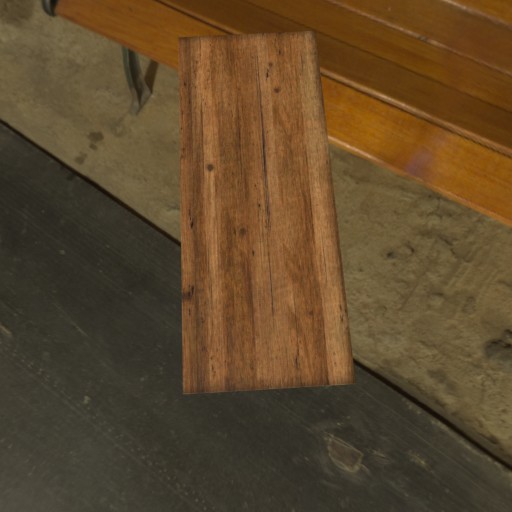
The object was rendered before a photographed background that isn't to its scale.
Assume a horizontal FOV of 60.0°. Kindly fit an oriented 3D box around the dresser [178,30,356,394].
[{"bbox_3d":[0.000,0.000,1.899,0.438,1.359,1.067,-3,74,-1],"label":"dresser"}]
